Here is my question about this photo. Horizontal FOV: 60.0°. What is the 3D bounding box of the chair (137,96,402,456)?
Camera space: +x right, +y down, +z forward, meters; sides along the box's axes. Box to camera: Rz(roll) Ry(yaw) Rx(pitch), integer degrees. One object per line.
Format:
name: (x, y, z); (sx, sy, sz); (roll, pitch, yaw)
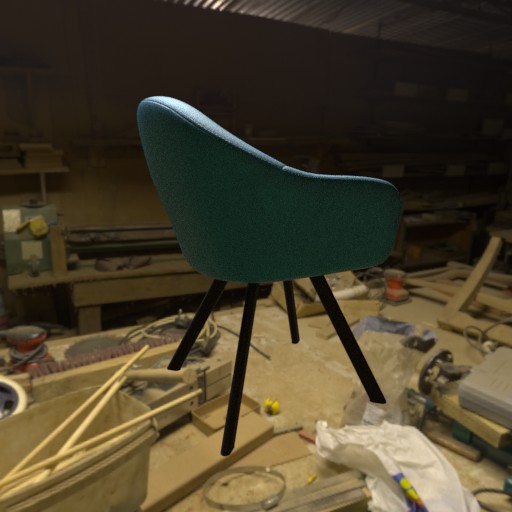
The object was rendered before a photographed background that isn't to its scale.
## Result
chair: (0.000, 0.000, 1.182); (0.570, 0.780, 0.540); (-7, 16, -26)
